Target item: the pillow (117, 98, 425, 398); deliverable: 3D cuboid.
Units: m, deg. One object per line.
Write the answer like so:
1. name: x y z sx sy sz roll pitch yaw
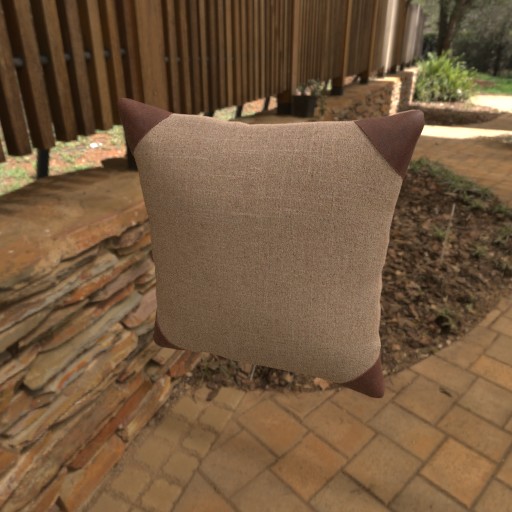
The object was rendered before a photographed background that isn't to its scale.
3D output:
1. pillow: 0.000 0.000 0.684 0.437 0.448 0.147 8 27 16
